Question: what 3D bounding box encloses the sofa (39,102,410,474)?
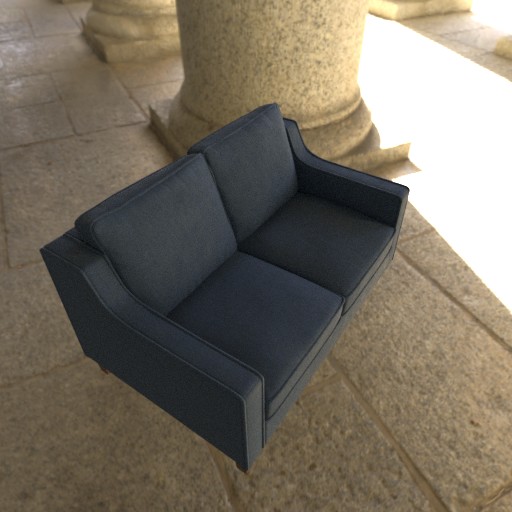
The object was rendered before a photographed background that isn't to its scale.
[{"bbox_3d":[0.000,0.000,2.157,0.987,0.971,1.501,25,47,25],"label":"sofa"}]
